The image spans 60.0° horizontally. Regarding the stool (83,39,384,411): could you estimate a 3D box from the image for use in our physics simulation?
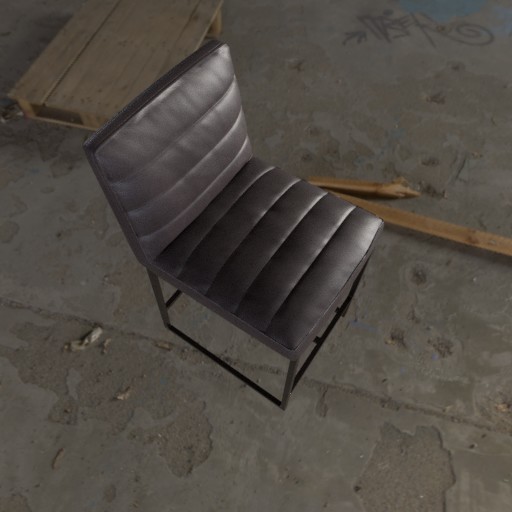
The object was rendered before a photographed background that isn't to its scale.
[{"bbox_3d":[0.000,0.000,1.281,0.562,0.946,0.463,31,64,17],"label":"stool"}]
